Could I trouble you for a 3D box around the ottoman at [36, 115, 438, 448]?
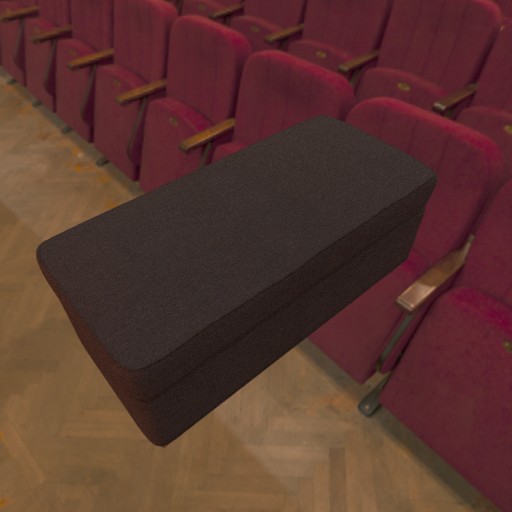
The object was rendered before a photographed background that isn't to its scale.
[{"bbox_3d":[0.000,0.000,1.395,1.110,0.460,0.515,-32,53,-27],"label":"ottoman"}]
